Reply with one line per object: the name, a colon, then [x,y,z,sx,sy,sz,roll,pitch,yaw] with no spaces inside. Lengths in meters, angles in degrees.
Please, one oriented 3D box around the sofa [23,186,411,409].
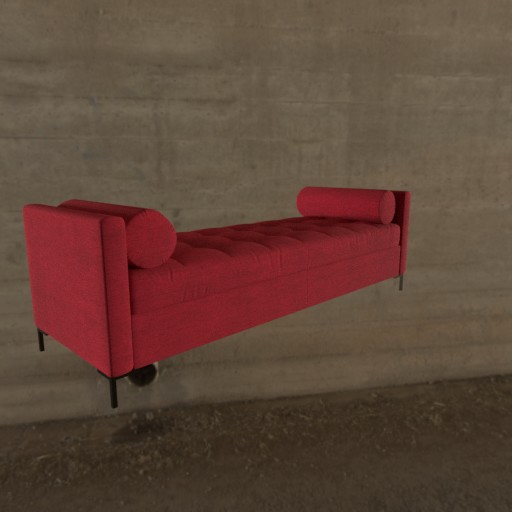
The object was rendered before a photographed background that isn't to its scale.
sofa: [0.000,0.000,2.284,0.686,0.635,1.981,11,16,44]
